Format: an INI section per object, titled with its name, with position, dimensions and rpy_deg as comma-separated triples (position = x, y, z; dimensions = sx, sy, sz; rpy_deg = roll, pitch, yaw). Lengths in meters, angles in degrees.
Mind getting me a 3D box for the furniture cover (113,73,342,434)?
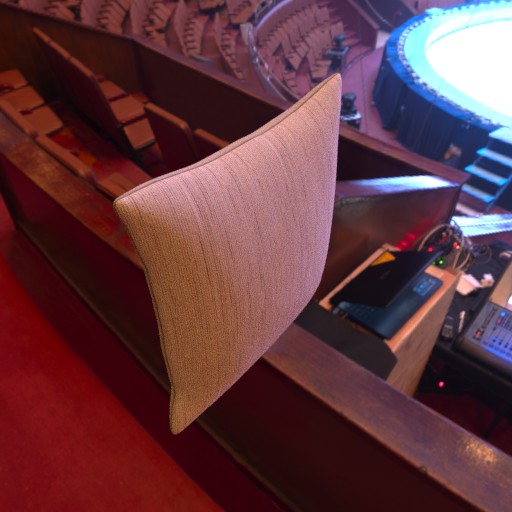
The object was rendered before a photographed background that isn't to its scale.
[furniture cover]
position = 0.000, 0.000, 0.794
dimensions = 0.178, 0.506, 0.512
rpy_deg = 26, 48, 27
